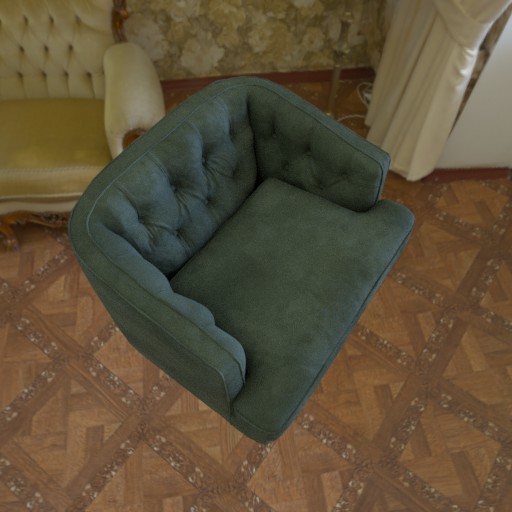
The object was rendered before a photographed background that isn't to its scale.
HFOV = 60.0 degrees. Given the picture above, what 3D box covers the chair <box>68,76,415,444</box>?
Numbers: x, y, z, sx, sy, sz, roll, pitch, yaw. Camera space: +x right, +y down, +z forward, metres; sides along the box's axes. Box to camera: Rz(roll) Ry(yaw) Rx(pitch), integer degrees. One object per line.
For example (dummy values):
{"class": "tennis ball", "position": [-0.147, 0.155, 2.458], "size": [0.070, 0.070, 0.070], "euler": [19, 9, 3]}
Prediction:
{"class": "chair", "position": [0.000, 0.000, 1.780], "size": [0.941, 0.852, 1.104], "euler": [31, 62, 18]}
